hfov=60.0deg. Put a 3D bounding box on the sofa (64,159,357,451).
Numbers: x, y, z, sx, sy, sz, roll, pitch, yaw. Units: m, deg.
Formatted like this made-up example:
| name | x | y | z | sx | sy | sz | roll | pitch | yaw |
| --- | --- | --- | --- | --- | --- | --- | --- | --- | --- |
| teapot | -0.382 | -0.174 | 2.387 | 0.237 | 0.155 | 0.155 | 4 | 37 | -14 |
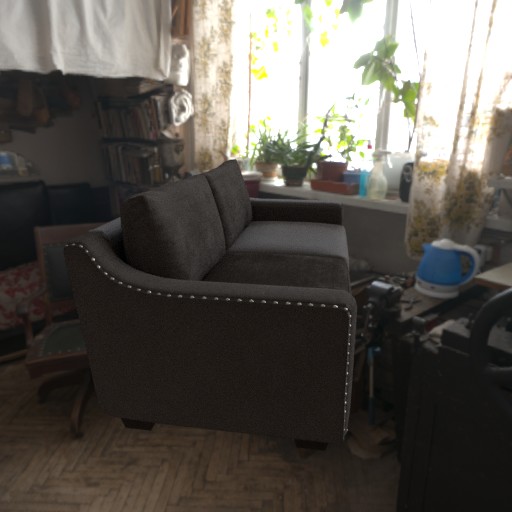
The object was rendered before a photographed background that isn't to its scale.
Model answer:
| name | x | y | z | sx | sy | sz | roll | pitch | yaw |
| --- | --- | --- | --- | --- | --- | --- | --- | --- | --- |
| sofa | 0.000 | 0.000 | 3.182 | 1.336 | 1.196 | 2.550 | 3 | 17 | 9 |
